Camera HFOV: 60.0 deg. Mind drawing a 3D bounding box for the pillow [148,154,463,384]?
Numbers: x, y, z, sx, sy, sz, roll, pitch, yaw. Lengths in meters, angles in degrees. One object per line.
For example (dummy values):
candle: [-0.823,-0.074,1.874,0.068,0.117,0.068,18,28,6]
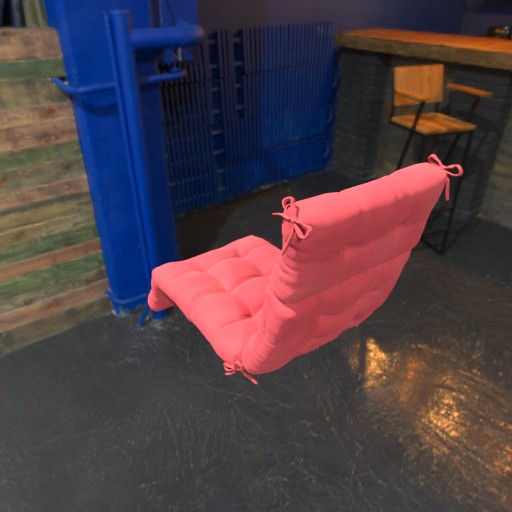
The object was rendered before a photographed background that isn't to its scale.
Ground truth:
pillow: [0.000,0.000,1.498,0.526,0.863,1.016,-20,37,-29]
